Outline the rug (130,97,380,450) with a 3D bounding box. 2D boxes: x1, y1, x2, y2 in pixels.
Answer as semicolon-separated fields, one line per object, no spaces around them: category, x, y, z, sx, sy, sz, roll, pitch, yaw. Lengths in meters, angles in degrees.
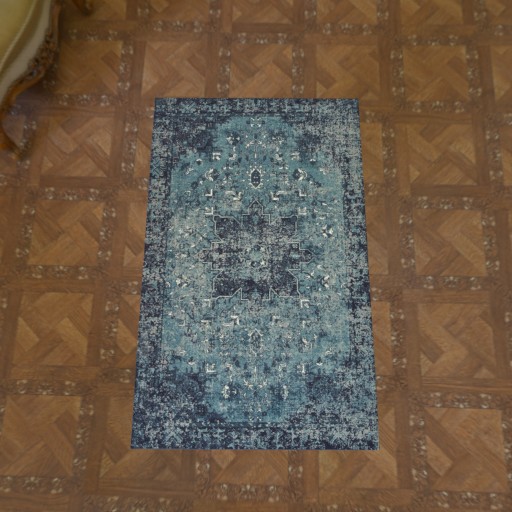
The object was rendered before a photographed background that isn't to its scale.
rug;0.000;0.000;3.008;1.525;0.007;2.440;0;75;0
